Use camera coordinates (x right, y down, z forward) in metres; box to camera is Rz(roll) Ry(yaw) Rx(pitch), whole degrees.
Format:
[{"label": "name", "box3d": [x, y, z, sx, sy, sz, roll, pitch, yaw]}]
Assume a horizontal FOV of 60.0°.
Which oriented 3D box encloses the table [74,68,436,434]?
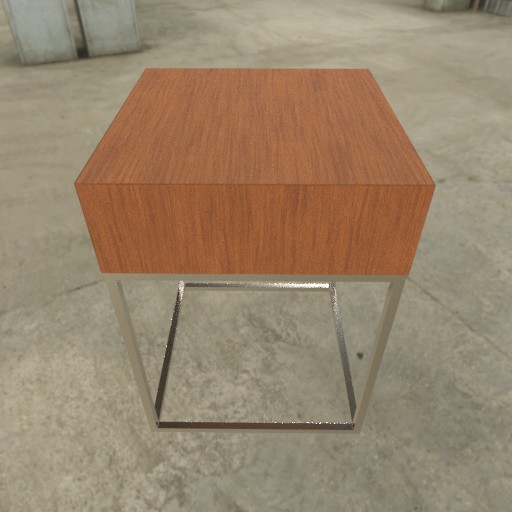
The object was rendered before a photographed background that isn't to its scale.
[{"label": "table", "box3d": [0.000, 0.000, 0.812, 0.398, 0.540, 0.397, 0, 40, 0]}]
